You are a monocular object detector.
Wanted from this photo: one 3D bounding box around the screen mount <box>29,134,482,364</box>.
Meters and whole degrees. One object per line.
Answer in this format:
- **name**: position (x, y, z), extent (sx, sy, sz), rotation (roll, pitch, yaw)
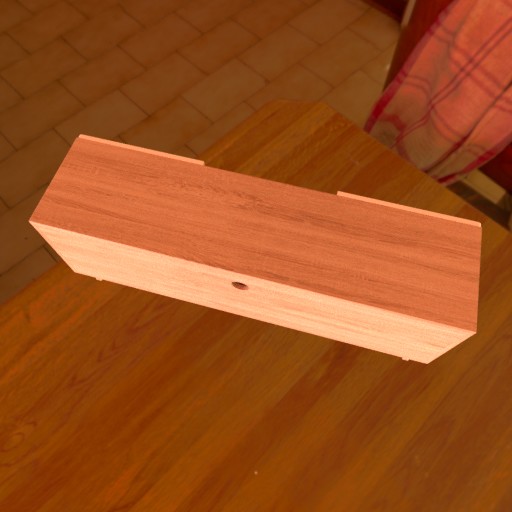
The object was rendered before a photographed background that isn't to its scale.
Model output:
- **screen mount**: position (0.000, 0.000, 1.776), extent (1.500, 0.570, 0.420), rotation (14, 65, 7)
